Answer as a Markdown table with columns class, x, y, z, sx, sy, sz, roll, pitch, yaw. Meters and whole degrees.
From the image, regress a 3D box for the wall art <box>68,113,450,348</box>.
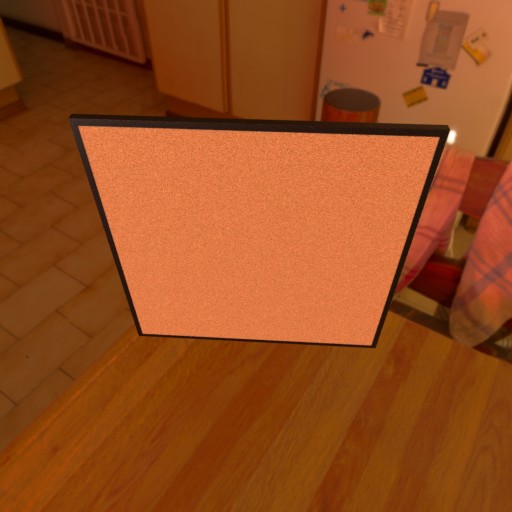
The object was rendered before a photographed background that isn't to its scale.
| class | x | y | z | sx | sy | sz | roll | pitch | yaw |
| --- | --- | --- | --- | --- | --- | --- | --- | --- | --- |
| wall art | 0.000 | 0.000 | 0.695 | 0.457 | 0.458 | 0.012 | 2 | 45 | 2 |
